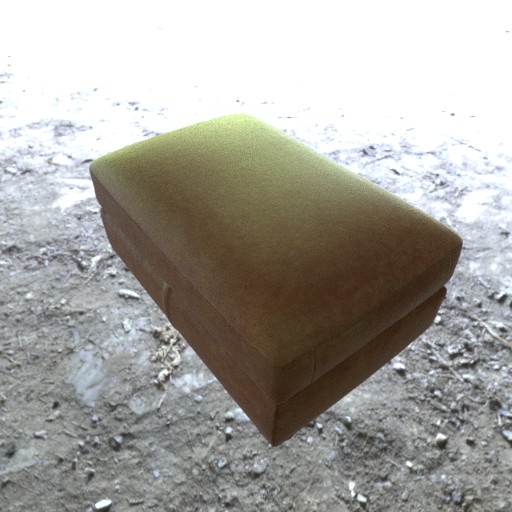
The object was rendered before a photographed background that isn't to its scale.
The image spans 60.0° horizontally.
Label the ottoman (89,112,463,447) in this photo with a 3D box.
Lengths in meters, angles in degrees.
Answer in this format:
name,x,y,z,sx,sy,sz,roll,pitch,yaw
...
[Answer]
name,x,y,z,sx,sy,sz,roll,pitch,yaw
ottoman,0.000,0.000,1.203,0.565,0.507,0.852,-27,49,-27
